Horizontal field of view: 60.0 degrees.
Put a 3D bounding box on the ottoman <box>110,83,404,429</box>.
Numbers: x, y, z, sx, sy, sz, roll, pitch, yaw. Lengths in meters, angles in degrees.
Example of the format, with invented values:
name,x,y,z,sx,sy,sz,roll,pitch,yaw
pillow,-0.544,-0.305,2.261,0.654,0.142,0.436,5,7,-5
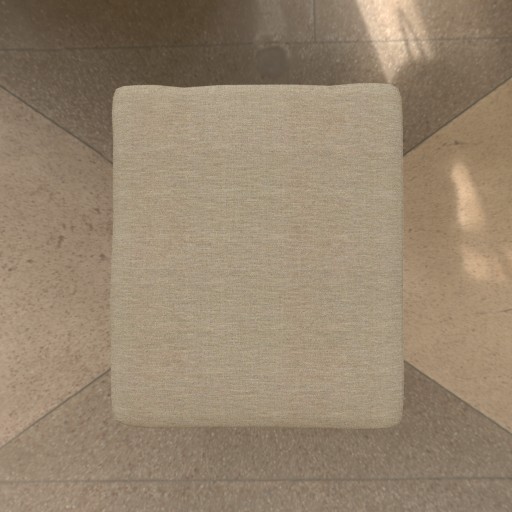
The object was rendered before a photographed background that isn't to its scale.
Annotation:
name,x,y,z,sx,sy,sz,roll,pitch,yaw
ottoman,0.000,0.000,1.432,0.836,0.492,0.976,0,89,1
